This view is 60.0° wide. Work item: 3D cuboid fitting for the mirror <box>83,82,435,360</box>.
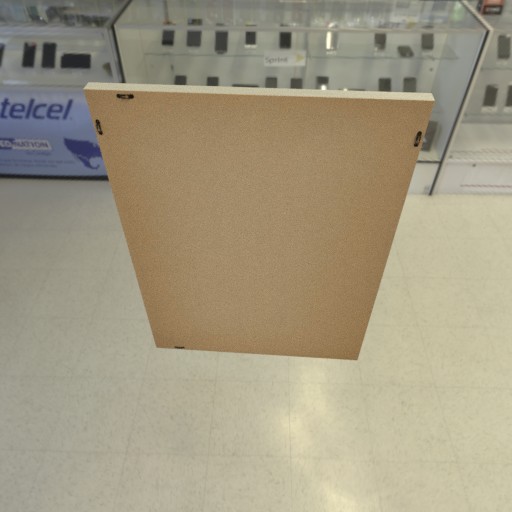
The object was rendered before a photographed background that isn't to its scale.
[{"bbox_3d":[0.000,0.000,1.327,0.762,1.016,0.040,3,45,3],"label":"mirror"}]
